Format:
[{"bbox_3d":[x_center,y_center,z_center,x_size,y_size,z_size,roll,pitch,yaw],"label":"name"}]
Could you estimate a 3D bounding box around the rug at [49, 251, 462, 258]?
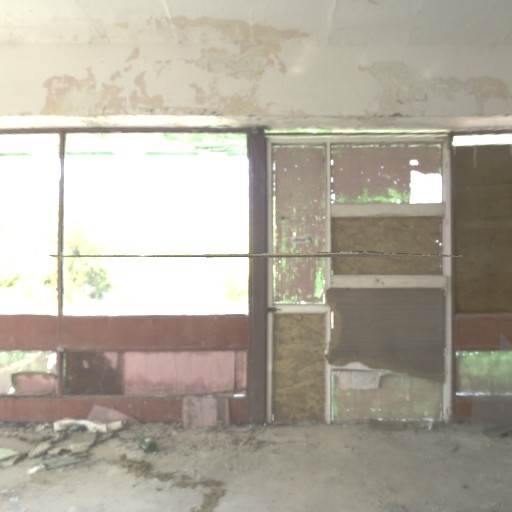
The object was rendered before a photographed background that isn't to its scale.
[{"bbox_3d":[0.000,0.000,4.316,3.228,0.024,2.443,0,-1,37],"label":"rug"}]
